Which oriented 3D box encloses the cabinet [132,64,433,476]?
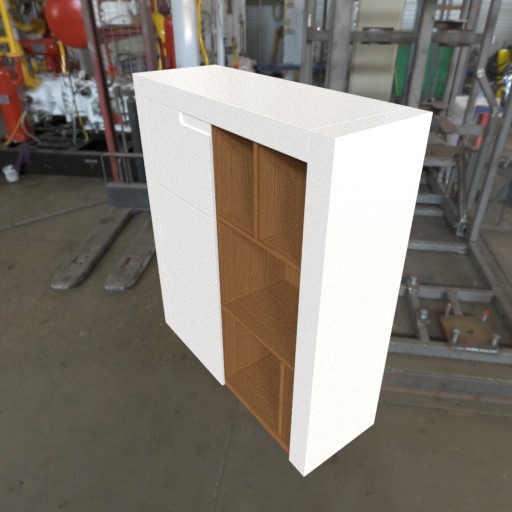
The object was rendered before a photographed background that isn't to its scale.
[{"bbox_3d":[0.000,0.000,1.607,0.348,1.150,0.990,-21,37,-31],"label":"cabinet"}]
